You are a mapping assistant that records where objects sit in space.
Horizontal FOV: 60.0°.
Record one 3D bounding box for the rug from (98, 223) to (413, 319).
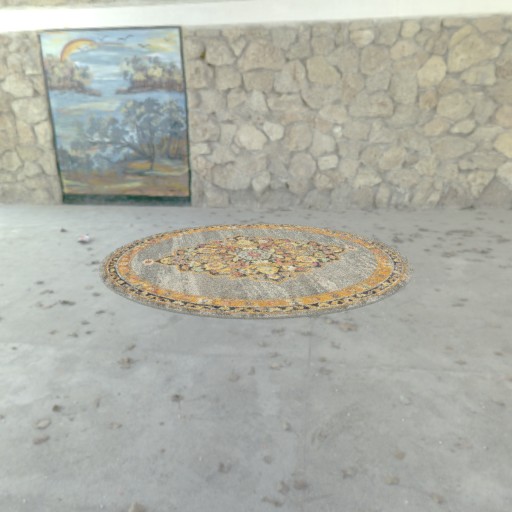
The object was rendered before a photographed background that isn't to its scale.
[{"bbox_3d":[0.000,0.000,3.539,2.382,0.014,2.382,0,17,0],"label":"rug"}]
